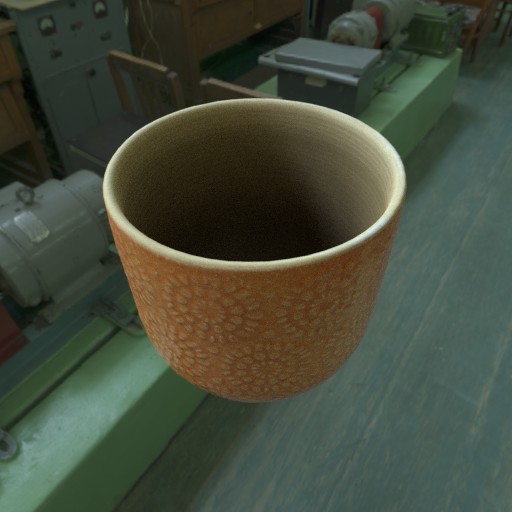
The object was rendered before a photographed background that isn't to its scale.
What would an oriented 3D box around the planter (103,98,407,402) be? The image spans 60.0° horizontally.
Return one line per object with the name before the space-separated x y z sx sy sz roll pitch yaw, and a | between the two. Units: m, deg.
planter | 0.000 0.000 0.296 0.170 0.152 0.170 0 45 0
